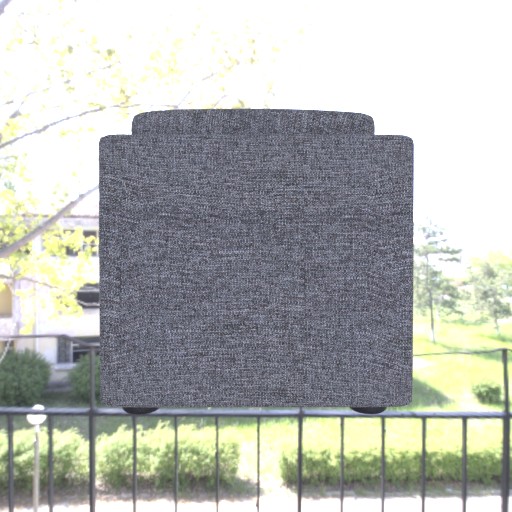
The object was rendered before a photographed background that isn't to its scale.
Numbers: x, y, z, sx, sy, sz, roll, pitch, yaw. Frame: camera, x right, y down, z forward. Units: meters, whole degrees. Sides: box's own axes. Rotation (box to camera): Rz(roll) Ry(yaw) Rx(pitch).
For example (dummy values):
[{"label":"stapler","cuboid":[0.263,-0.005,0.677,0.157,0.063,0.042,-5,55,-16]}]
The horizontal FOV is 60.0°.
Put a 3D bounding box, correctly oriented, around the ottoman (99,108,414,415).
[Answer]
[{"label":"ottoman","cuboid":[0.000,0.000,0.842,0.450,0.460,0.450,0,1,0]}]
